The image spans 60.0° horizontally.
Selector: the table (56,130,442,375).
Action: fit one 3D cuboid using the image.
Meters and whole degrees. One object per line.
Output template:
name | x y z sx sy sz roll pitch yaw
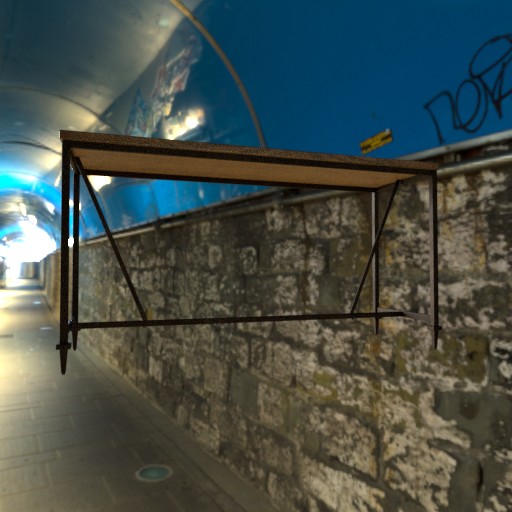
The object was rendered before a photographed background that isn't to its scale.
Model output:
table | 0.000 0.000 2.136 1.700 0.902 0.551 1 -2 -18
